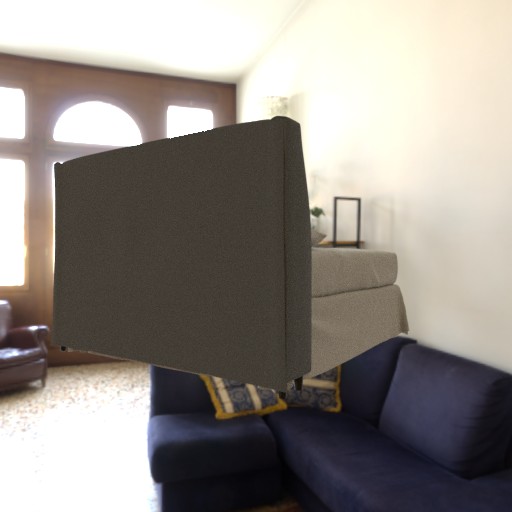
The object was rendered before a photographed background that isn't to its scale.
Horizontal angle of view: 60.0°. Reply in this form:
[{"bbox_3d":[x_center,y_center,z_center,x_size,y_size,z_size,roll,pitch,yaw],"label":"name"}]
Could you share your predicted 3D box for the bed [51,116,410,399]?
[{"bbox_3d":[0.000,0.000,3.478,1.925,1.332,2.276,0,0,35],"label":"bed"}]
